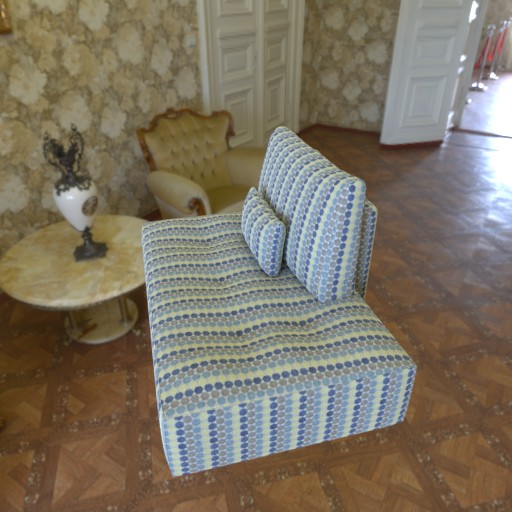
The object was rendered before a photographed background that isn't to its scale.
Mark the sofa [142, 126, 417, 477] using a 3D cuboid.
[{"bbox_3d":[0.000,0.000,2.001,1.000,0.820,1.450,-8,31,-13],"label":"sofa"}]
